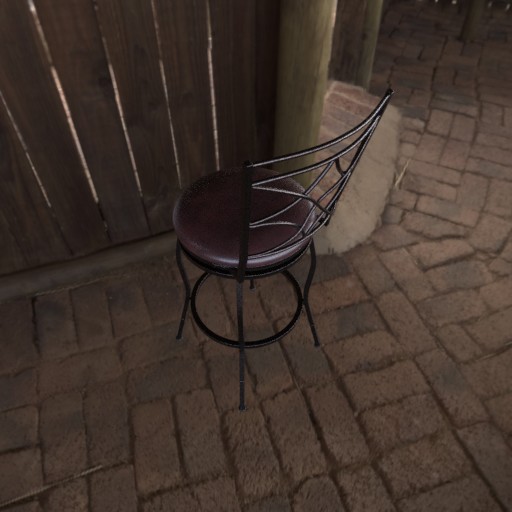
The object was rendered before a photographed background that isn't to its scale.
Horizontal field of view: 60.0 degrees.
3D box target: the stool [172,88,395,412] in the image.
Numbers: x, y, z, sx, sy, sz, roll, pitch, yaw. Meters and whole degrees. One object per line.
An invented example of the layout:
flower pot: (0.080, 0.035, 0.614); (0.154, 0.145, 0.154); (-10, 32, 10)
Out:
stool: (0.000, 0.000, 1.402); (0.434, 1.117, 0.534); (-33, 55, -27)
